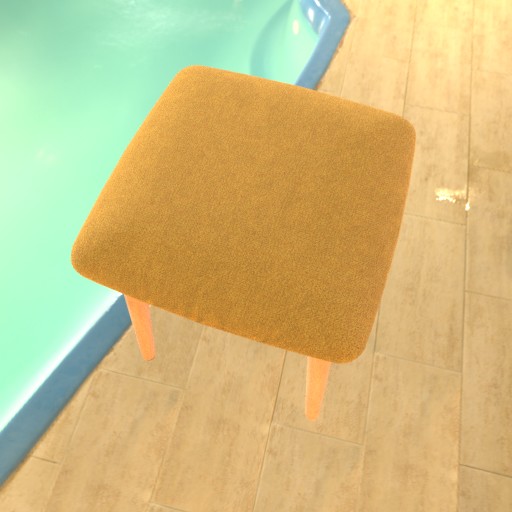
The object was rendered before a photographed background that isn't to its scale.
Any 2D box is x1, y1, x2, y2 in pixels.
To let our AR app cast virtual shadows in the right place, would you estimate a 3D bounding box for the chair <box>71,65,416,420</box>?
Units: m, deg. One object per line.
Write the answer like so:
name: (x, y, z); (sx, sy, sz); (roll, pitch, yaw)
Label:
chair: (0.000, 0.000, 0.691); (0.350, 0.440, 0.350); (17, 65, 9)
